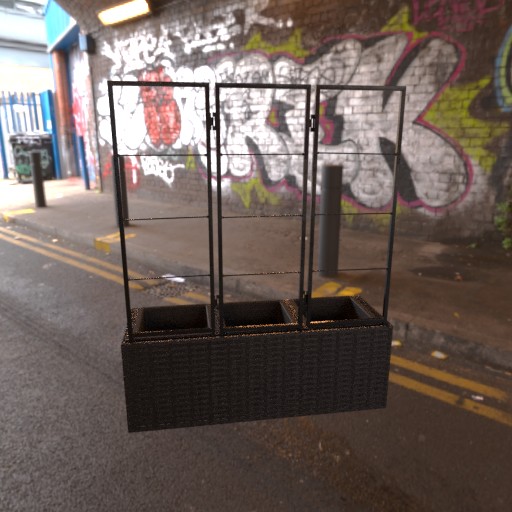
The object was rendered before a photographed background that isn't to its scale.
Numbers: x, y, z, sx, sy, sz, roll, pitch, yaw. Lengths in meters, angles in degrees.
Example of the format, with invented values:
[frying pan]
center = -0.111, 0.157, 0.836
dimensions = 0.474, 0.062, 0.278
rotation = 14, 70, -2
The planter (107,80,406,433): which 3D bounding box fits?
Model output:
[planter]
center = 0.000, 0.000, 1.184
dimensions = 0.698, 0.841, 0.244
rotation = -2, 15, -9
